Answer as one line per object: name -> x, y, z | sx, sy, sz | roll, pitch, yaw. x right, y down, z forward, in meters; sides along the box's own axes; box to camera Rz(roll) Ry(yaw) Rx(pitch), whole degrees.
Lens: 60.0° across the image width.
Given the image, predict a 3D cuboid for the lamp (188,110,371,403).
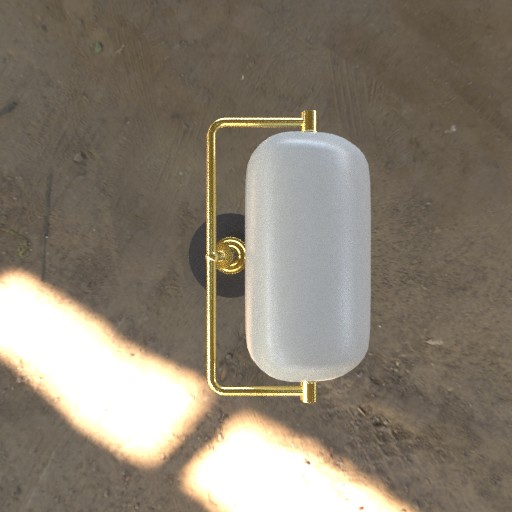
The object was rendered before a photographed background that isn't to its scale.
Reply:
lamp -> 0.000, 0.000, 0.565 | 0.227, 0.404, 0.269 | 0, 90, 0
